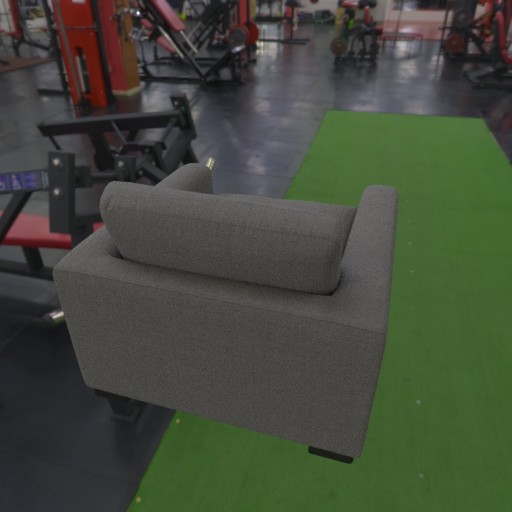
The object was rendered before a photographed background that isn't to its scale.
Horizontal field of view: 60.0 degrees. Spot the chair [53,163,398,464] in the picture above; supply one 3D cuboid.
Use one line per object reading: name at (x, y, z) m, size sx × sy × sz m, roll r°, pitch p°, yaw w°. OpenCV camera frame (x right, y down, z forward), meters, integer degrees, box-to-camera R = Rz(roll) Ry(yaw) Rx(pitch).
chair at (0.000, 0.000, 1.838) m, size 1.070 × 0.847 × 1.100 m, roll 9°, pitch 33°, yaw 14°
